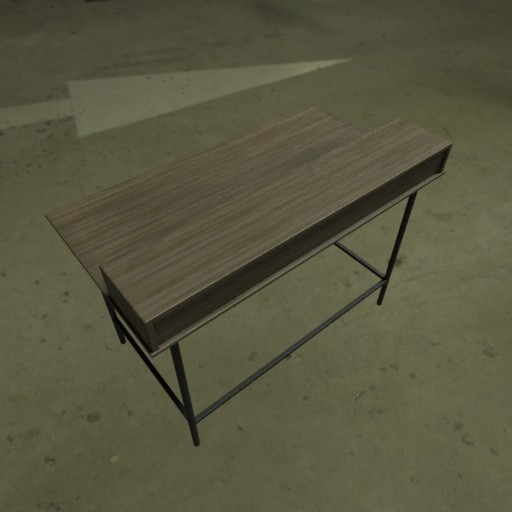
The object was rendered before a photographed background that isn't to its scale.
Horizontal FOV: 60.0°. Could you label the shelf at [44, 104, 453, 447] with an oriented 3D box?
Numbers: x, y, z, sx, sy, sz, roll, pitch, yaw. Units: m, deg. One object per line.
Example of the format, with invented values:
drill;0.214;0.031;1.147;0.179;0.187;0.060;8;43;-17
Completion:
shelf;0.000;0.000;1.741;1.212;0.865;0.685;-30;52;-27
